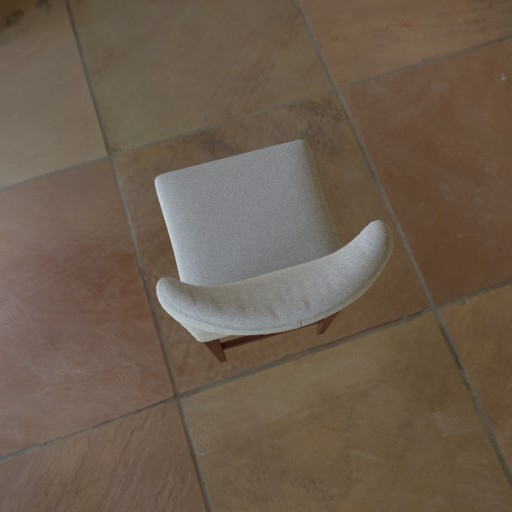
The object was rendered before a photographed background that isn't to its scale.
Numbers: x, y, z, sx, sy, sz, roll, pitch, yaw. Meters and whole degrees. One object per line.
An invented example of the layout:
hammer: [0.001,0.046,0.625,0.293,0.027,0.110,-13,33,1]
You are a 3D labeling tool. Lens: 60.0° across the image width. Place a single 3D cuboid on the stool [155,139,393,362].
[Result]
stool: [0.000,0.000,1.369,0.479,1.069,0.568,-15,75,-4]
